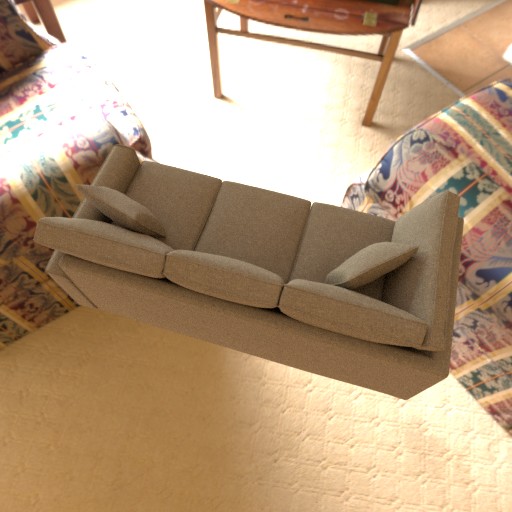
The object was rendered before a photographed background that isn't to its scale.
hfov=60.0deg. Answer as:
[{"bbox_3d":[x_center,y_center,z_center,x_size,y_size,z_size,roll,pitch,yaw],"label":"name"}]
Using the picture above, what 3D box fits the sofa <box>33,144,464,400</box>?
[{"bbox_3d":[0.000,0.000,2.818,2.317,0.962,1.061,15,64,8],"label":"sofa"}]
